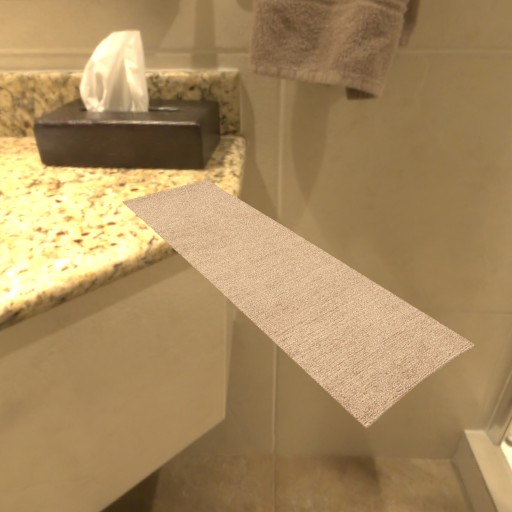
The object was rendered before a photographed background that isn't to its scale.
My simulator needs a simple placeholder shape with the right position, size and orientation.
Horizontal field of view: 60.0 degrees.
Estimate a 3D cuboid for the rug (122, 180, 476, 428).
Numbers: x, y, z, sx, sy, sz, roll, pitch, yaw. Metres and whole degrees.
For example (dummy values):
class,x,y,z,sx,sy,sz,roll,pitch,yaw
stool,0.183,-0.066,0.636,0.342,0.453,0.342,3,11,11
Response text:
class,x,y,z,sx,sy,sz,roll,pitch,yaw
rug,0.000,0.000,2.566,0.712,0.013,2.346,-21,37,-30
